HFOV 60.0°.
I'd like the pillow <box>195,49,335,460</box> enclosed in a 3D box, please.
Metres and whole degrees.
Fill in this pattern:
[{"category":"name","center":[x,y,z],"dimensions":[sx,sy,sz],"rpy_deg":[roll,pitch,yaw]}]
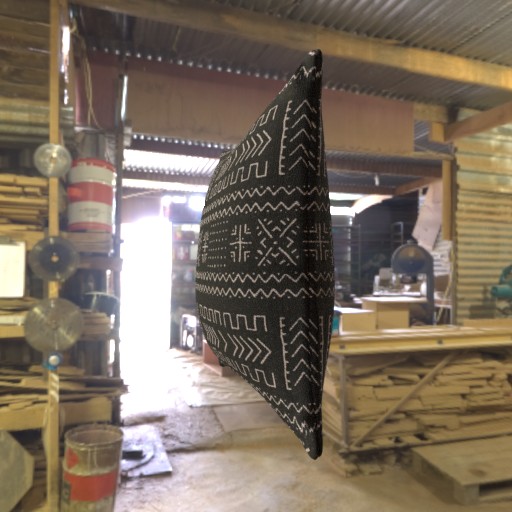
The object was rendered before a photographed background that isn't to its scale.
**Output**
[{"category":"pillow","center":[0.000,0.000,0.666],"dimensions":[0.164,0.430,0.438],"rpy_deg":[0,-1,-17]}]
